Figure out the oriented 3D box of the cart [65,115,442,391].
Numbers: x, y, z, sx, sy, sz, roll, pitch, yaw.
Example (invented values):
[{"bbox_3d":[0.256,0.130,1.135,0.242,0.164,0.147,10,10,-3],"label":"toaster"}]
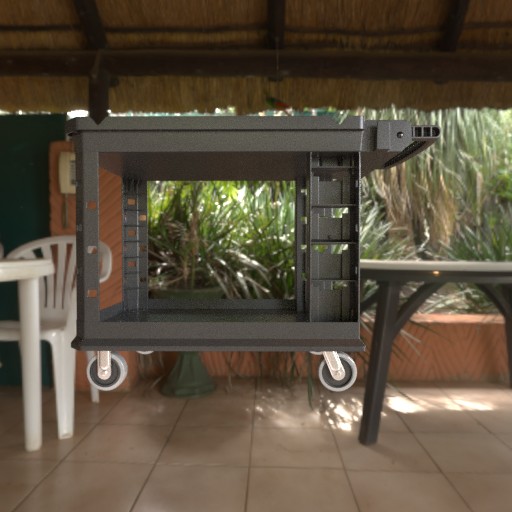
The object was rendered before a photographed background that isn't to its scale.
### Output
[{"bbox_3d":[0.000,0.000,1.721,1.239,0.884,0.674,0,1,1],"label":"cart"}]
